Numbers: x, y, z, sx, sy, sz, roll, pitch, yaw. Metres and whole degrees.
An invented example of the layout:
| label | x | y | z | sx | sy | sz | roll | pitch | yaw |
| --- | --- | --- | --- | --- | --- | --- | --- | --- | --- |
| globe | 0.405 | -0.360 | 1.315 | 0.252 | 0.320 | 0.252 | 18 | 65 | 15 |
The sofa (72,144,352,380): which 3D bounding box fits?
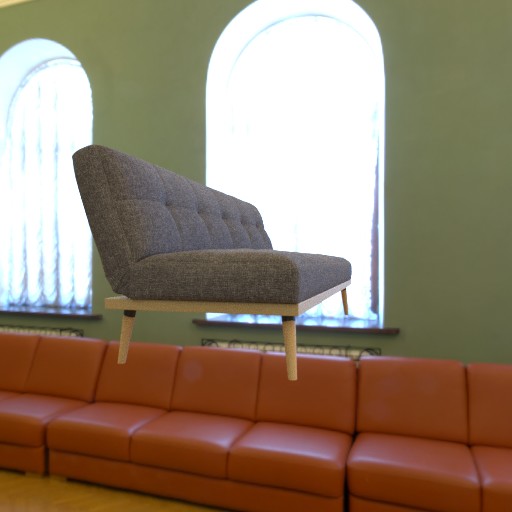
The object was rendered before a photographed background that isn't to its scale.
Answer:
| label | x | y | z | sx | sy | sz | roll | pitch | yaw |
| --- | --- | --- | --- | --- | --- | --- | --- | --- | --- |
| sofa | 0.000 | 0.000 | 2.263 | 0.820 | 0.770 | 1.820 | 0 | -1 | 17 |
